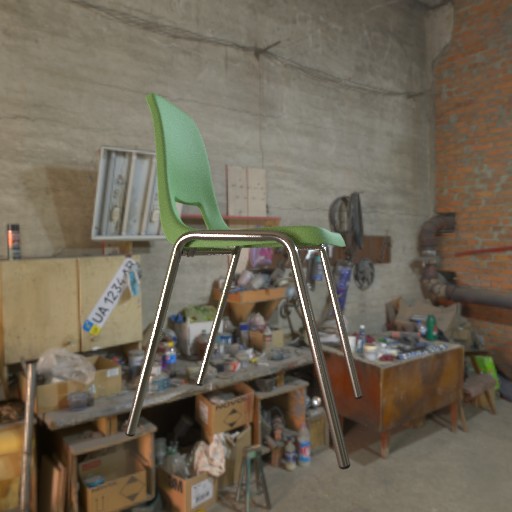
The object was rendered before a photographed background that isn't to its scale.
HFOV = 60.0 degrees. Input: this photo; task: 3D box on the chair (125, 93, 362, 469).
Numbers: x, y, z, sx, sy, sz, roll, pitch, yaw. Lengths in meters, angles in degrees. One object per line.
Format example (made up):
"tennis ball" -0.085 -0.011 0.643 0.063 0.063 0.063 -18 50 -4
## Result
"chair" 0.000 0.000 0.968 0.436 0.704 0.381 0 1 17
